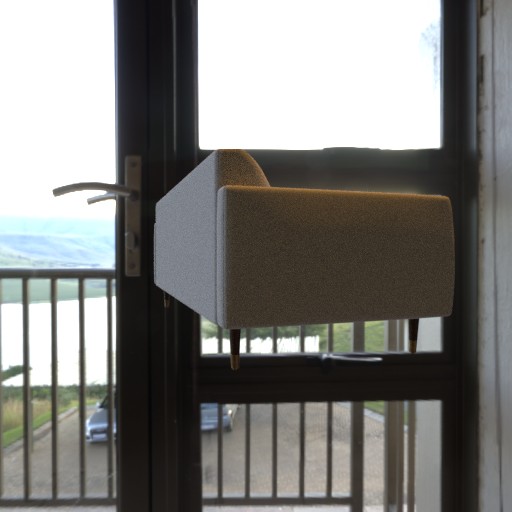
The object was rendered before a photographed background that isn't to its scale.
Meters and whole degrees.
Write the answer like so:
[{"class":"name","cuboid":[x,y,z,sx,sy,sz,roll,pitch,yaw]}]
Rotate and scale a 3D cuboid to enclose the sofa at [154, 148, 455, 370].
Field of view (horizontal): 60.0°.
[{"class":"sofa","cuboid":[0.000,0.000,2.691,0.990,0.821,2.291,0,1,-19]}]
